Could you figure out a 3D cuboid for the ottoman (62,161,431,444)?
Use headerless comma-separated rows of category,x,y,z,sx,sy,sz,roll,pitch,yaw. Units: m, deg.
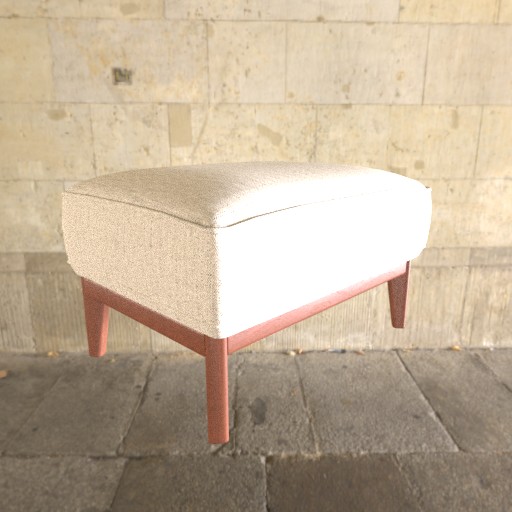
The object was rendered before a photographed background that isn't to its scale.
ottoman,0.000,0.000,1.153,0.594,0.465,0.794,14,21,42
